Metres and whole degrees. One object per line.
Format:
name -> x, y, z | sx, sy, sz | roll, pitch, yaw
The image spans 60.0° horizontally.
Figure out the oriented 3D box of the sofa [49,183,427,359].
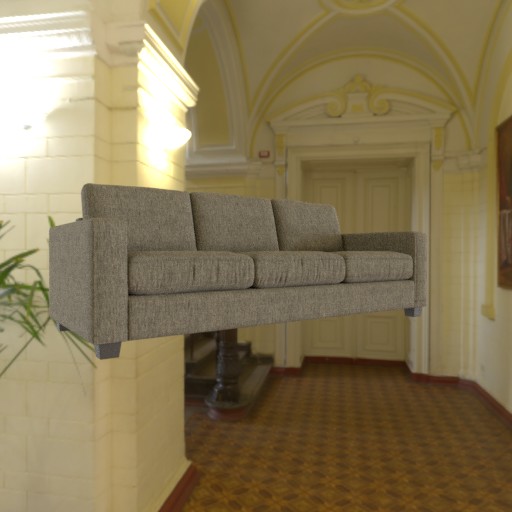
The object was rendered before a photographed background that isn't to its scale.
sofa -> 0.000, 0.000, 2.676 | 2.160, 0.800, 0.900 | 0, 1, -35
